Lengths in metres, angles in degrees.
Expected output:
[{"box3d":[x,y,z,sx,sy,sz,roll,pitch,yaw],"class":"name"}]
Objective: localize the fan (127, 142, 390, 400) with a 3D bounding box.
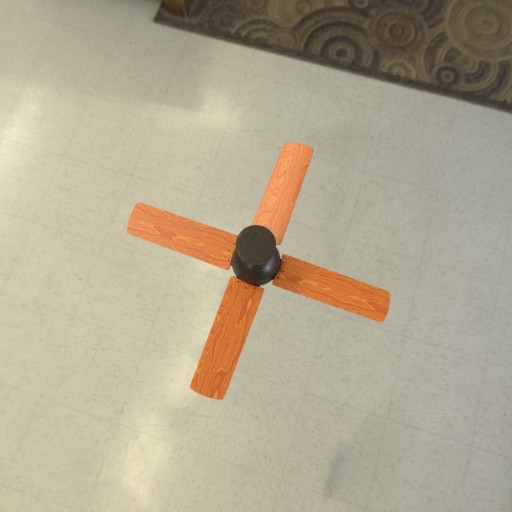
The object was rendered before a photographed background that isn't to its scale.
[{"box3d":[0.000,0.000,2.051,1.332,0.403,1.332,19,77,5],"class":"fan"}]
